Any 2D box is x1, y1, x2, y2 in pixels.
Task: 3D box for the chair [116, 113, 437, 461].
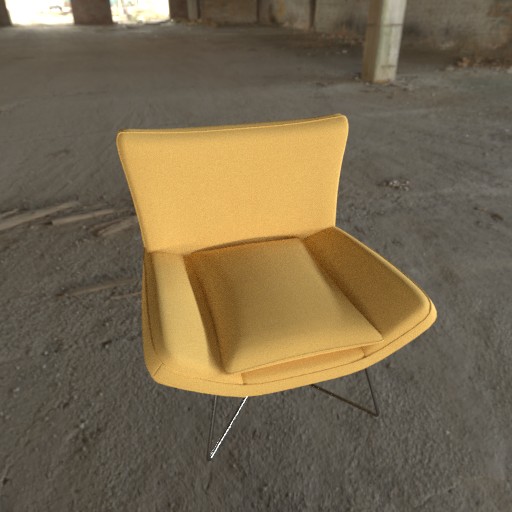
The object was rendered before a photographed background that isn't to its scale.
[{"bbox_3d":[0.000,0.000,1.604,0.859,0.855,1.008,-9,31,-14],"label":"chair"}]
